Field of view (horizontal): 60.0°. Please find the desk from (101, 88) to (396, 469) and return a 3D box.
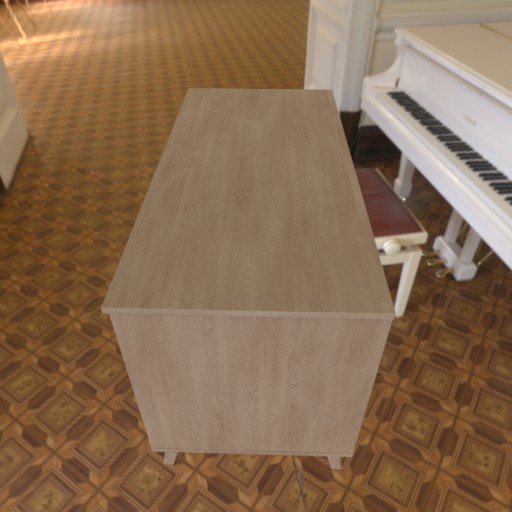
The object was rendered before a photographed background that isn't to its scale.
[{"bbox_3d":[0.000,0.000,1.625,0.600,0.770,1.251,1,40,1],"label":"desk"}]
